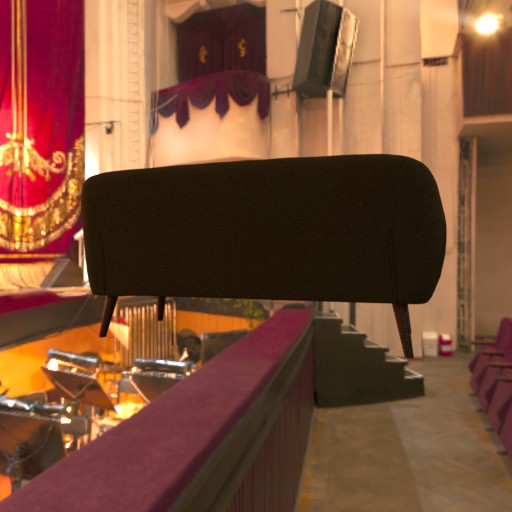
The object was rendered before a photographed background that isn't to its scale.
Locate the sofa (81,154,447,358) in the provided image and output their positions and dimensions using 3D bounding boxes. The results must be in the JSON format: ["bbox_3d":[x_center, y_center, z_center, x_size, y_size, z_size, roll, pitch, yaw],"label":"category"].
[{"bbox_3d":[0.000,0.000,2.317,1.840,0.836,0.820,0,0,18],"label":"sofa"}]
